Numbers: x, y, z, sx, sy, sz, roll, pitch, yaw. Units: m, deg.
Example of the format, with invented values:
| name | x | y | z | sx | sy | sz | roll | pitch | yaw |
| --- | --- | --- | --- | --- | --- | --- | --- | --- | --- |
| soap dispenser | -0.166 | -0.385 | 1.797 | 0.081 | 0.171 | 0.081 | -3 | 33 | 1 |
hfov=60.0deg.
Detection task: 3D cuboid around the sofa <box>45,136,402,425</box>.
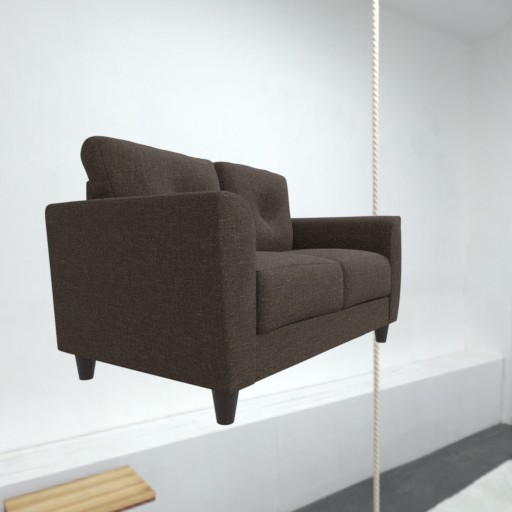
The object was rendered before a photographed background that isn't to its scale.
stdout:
| name | x | y | z | sx | sy | sz | roll | pitch | yaw |
| --- | --- | --- | --- | --- | --- | --- | --- | --- | --- |
| sofa | 0.000 | 0.000 | 1.914 | 0.851 | 0.885 | 1.423 | 1 | 2 | 36 |
